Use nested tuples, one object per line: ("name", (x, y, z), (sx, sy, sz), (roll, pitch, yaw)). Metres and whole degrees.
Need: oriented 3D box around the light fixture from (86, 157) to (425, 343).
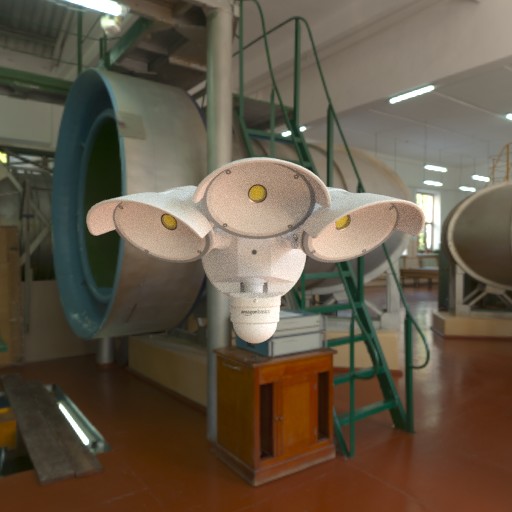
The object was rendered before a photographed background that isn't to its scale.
("light fixture", (0.000, 0.000, 0.539), (0.369, 0.237, 0.278), (0, 1, -1))
